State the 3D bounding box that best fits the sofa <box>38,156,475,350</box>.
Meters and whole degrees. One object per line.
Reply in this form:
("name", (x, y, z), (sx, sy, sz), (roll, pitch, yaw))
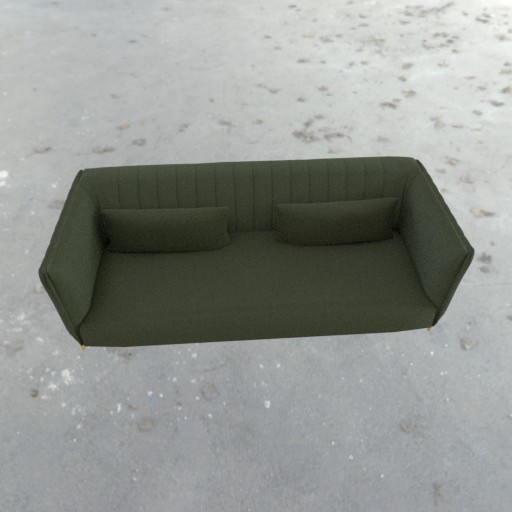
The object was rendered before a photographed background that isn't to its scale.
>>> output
("sofa", (0.000, 0.000, 2.619), (2.137, 0.793, 0.896), (-3, 46, -3))
